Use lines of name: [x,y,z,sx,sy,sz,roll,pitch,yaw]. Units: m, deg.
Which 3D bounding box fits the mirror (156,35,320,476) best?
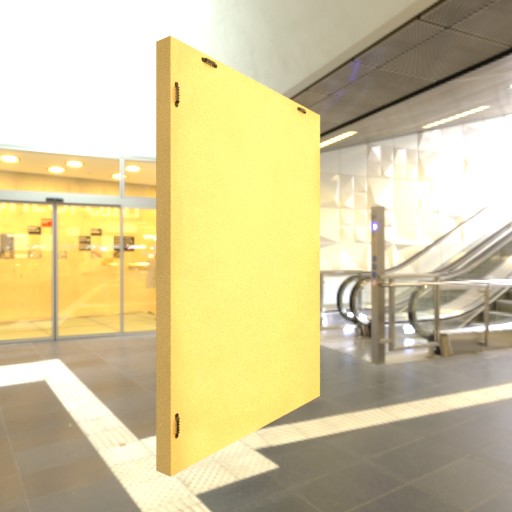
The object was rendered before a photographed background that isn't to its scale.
mirror: [0.000,0.000,0.926,0.040,0.710,0.507,0,0,36]
